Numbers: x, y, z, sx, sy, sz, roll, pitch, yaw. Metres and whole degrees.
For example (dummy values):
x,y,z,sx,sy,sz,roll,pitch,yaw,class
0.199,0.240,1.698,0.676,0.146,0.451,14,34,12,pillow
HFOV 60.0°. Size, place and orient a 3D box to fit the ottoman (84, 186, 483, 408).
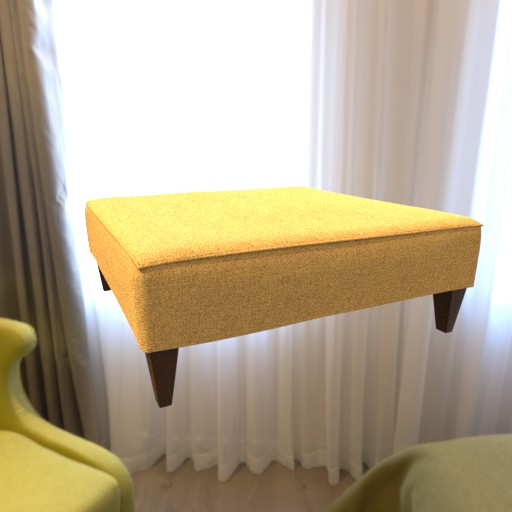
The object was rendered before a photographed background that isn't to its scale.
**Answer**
x,y,z,sx,sy,sz,roll,pitch,yaw,class
0.000,0.000,1.496,0.981,0.378,0.970,-7,16,-25,ottoman
